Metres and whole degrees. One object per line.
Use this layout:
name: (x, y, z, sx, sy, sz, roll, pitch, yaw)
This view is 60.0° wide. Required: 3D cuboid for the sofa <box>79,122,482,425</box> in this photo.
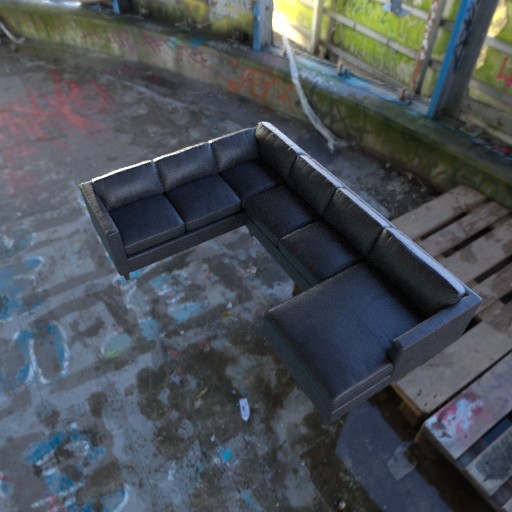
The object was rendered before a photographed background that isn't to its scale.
sofa: (0.000, 0.000, 4.453, 2.452, 0.891, 3.324, -24, 52, -21)
